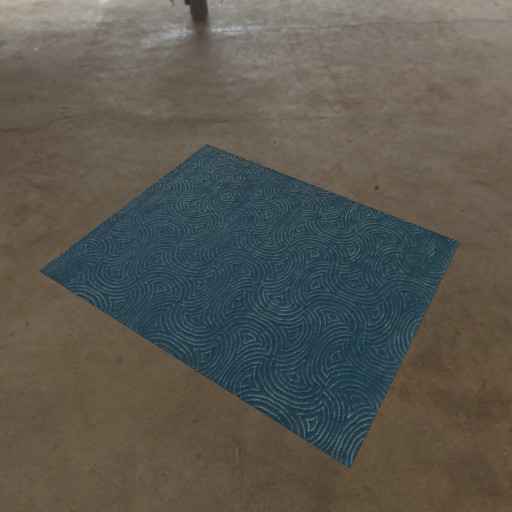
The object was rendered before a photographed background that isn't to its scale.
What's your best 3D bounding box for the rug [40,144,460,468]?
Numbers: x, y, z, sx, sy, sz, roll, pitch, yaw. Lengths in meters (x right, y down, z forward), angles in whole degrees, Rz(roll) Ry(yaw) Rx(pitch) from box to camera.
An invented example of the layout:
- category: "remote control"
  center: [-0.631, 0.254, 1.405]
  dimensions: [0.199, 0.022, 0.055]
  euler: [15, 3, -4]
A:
- category: "rug"
  center: [0.000, 0.000, 4.083]
  dimensions: [3.033, 0.012, 2.432]
  euler: [26, 52, 22]
